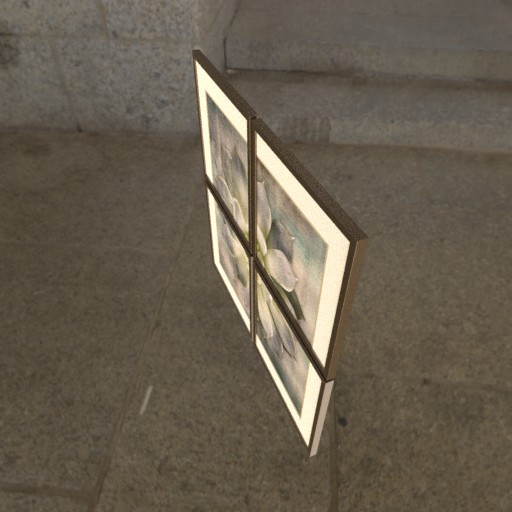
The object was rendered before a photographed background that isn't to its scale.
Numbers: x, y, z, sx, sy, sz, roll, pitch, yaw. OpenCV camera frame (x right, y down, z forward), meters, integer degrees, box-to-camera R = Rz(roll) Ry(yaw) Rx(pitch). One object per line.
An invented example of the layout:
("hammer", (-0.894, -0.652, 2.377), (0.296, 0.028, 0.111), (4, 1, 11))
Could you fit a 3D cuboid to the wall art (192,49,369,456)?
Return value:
("wall art", (0.000, 0.000, 1.530), (0.030, 1.032, 1.032), (-17, 47, -16))
